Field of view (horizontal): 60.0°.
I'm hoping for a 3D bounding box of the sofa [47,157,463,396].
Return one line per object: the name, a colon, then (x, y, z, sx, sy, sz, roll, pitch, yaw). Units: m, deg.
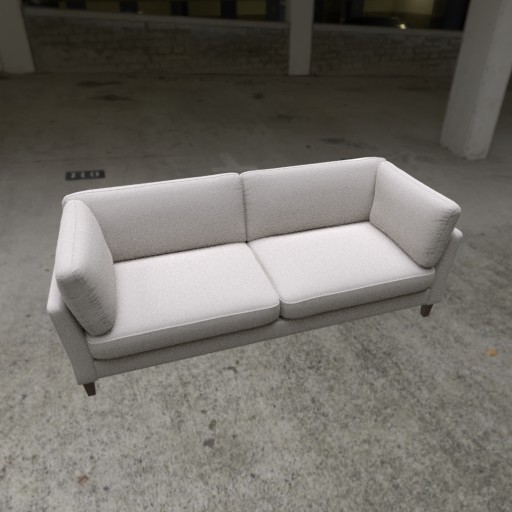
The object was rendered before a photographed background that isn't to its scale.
sofa: (0.000, 0.000, 2.778, 2.301, 0.863, 0.957, -10, 33, -15)
